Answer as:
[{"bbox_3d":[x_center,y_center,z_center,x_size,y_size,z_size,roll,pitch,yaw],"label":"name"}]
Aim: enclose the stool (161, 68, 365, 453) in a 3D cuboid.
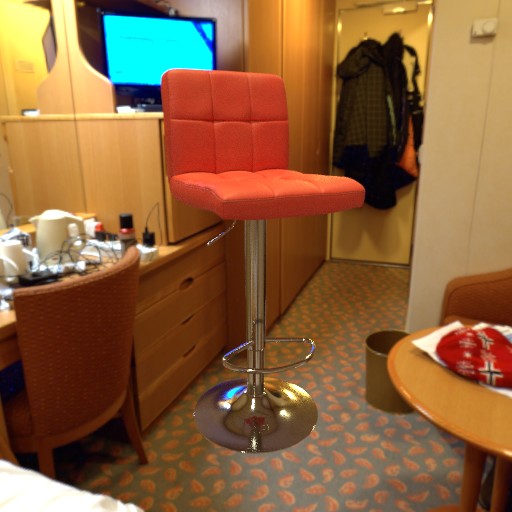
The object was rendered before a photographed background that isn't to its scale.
[{"bbox_3d":[0.000,0.000,1.374,0.430,1.115,0.505,-8,17,-25],"label":"stool"}]
